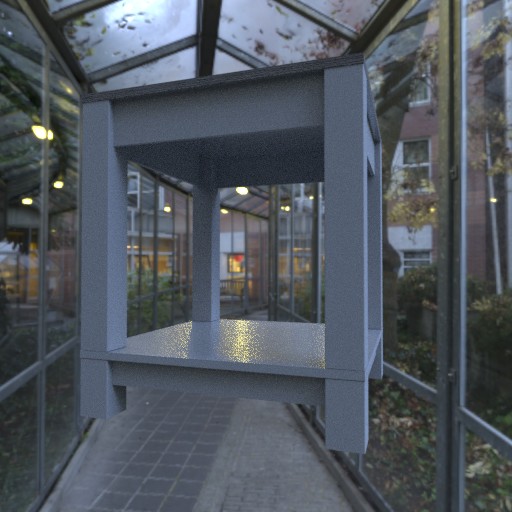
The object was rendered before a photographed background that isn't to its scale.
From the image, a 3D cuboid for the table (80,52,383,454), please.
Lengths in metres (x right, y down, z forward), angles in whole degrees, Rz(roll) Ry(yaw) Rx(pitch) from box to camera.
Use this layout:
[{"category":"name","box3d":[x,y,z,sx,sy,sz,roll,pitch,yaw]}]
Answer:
[{"category":"table","box3d":[0.000,0.000,0.967,0.506,0.587,0.504,0,-1,19]}]
